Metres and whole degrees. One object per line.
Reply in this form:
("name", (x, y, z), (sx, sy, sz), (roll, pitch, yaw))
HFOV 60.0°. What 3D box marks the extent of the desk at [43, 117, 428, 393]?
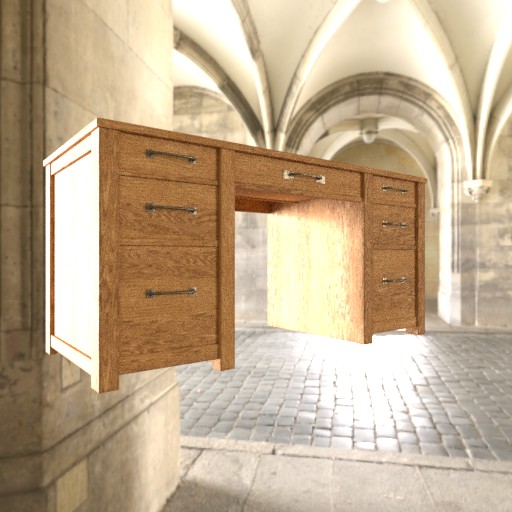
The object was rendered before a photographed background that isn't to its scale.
("desk", (0.000, 0.000, 1.930), (1.567, 0.751, 0.685), (0, 0, -37))
